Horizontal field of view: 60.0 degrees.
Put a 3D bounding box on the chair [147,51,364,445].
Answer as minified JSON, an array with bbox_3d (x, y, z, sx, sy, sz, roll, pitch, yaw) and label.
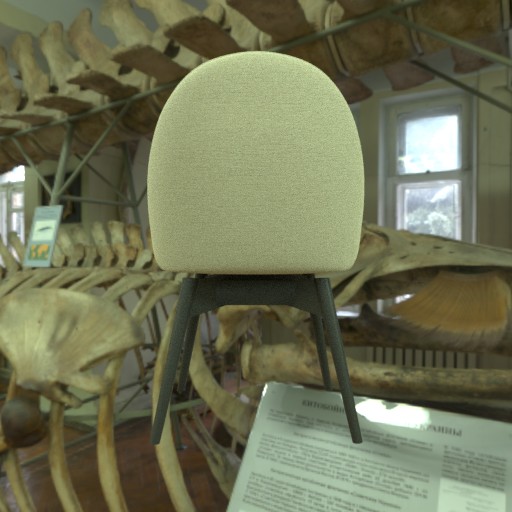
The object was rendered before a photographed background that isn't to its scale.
[{"bbox_3d":[0.000,0.000,1.155,0.532,0.838,0.540,0,1,-1],"label":"chair"}]
